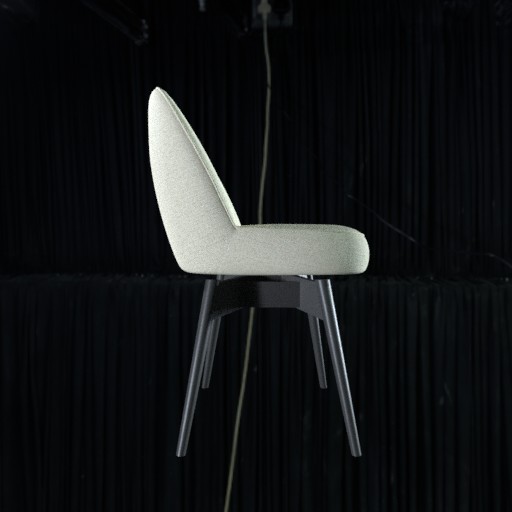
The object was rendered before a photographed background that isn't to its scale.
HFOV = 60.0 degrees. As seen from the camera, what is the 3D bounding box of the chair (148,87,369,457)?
[{"bbox_3d":[0.000,0.000,1.165,0.540,0.838,0.532,0,1,0],"label":"chair"}]
